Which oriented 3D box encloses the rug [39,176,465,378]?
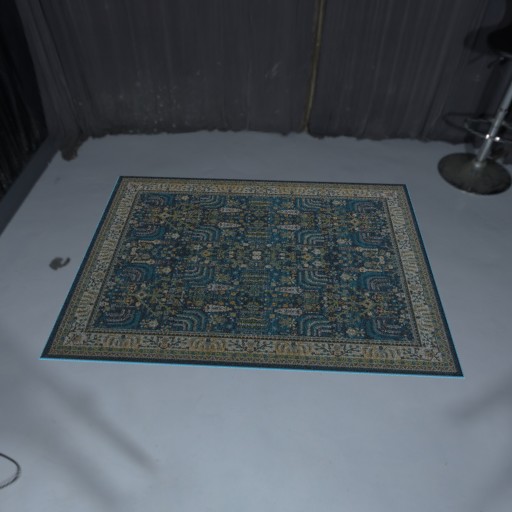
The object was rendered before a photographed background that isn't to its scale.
[{"bbox_3d":[0.000,0.000,3.928,3.044,0.015,2.226,2,46,2],"label":"rug"}]
